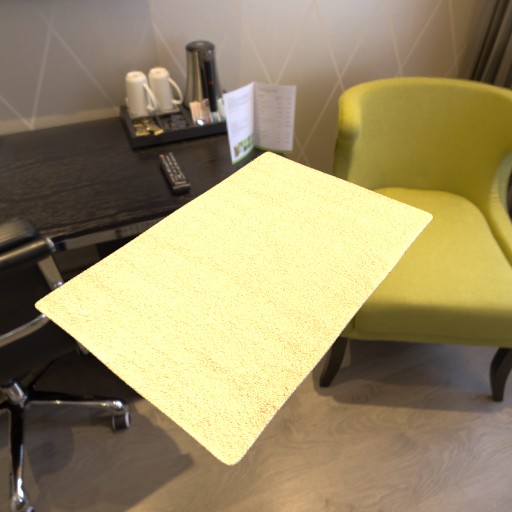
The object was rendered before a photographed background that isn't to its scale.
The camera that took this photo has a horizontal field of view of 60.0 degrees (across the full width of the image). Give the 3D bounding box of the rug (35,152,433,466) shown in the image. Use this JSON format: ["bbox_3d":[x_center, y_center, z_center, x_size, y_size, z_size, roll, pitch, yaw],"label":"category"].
[{"bbox_3d":[0.000,0.000,3.437,1.798,0.025,2.698,28,49,27],"label":"rug"}]
